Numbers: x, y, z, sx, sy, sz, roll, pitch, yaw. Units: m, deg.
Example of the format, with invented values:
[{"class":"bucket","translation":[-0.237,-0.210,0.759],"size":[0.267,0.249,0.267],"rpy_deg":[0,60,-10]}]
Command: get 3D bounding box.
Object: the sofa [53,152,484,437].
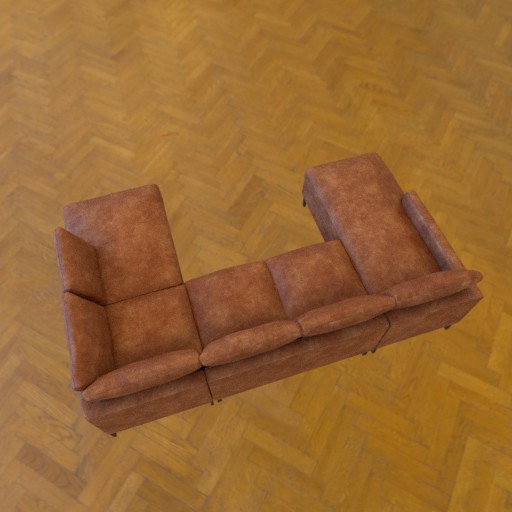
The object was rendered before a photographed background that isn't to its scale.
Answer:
[{"class":"sofa","translation":[0.000,0.000,3.683],"size":[2.956,0.900,1.939],"rpy_deg":[-15,60,-9]}]
